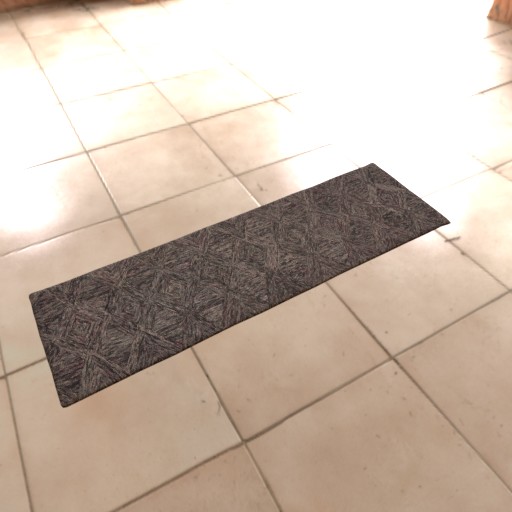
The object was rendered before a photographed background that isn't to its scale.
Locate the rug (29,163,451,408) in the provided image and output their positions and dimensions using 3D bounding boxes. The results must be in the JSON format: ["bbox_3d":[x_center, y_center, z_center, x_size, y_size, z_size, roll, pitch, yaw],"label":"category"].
[{"bbox_3d":[0.000,0.000,2.466,2.305,0.013,0.719,-23,51,-20],"label":"rug"}]
